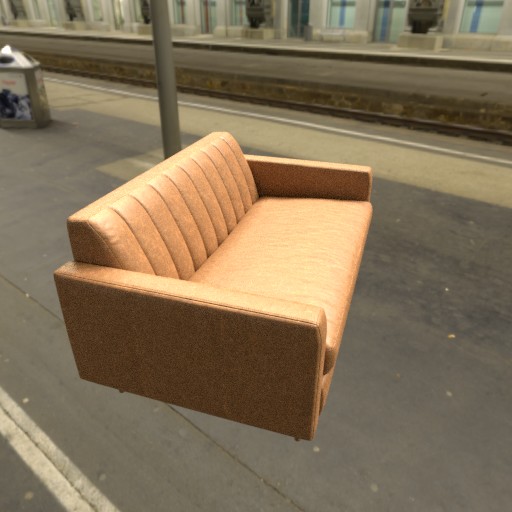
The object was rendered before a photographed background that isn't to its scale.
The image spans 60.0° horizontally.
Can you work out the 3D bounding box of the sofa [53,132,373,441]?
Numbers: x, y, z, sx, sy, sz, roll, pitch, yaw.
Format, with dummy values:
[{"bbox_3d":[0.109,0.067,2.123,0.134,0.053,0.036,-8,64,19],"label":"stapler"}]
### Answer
[{"bbox_3d":[0.000,0.000,2.105,0.960,0.820,1.549,9,30,16],"label":"sofa"}]
